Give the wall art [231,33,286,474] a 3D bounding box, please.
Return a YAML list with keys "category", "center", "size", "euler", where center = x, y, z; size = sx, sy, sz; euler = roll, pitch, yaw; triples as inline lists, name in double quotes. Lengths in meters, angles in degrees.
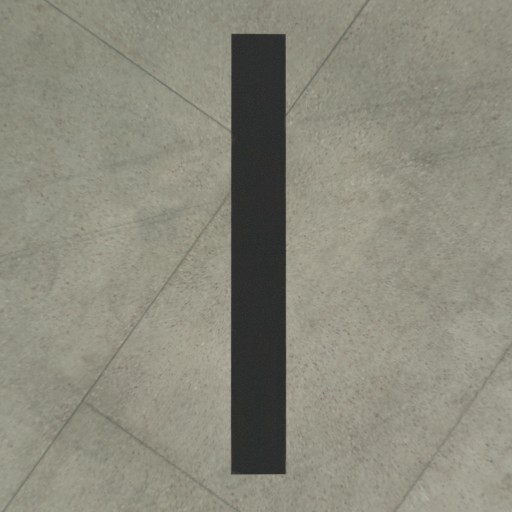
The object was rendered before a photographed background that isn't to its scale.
- category: "wall art"
  center: [0.000, 0.000, 0.459]
  size: [0.038, 0.305, 0.305]
  euler: [0, 89, -1]
